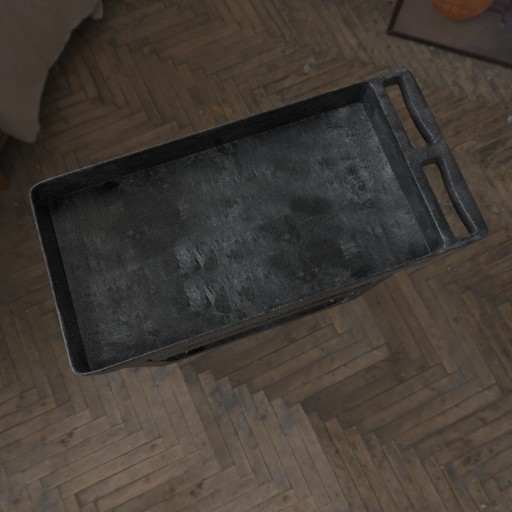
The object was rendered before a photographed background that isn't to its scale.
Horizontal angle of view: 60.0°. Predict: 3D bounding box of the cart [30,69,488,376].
[{"bbox_3d":[0.000,0.000,1.316,0.877,0.824,0.420,-19,77,-4],"label":"cart"}]
